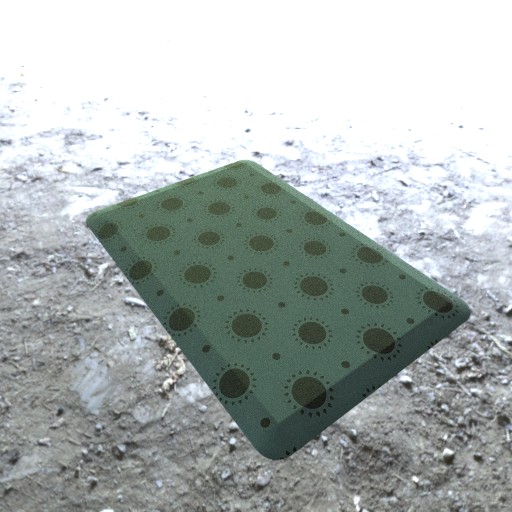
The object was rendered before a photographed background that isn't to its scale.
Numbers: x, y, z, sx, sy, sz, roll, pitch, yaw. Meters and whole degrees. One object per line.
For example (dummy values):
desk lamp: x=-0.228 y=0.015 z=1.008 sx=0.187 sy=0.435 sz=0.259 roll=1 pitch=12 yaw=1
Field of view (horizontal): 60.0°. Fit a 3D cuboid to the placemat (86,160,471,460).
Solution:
placemat: x=0.000 y=0.000 z=0.969 sx=0.508 sy=0.021 sz=0.762 roll=-26 pitch=47 yaw=-27
